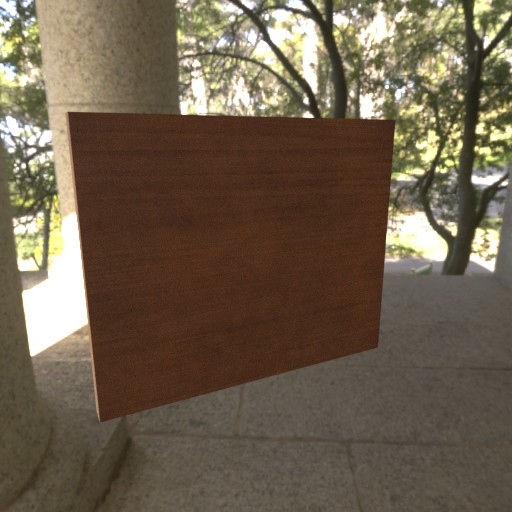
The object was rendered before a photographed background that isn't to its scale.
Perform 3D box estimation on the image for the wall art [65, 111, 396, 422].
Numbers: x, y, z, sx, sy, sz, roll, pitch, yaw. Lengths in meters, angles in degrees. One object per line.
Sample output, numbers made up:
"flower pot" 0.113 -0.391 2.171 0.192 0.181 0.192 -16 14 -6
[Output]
"wall art" 0.000 0.000 0.763 0.558 0.457 0.033 -7 17 -26
